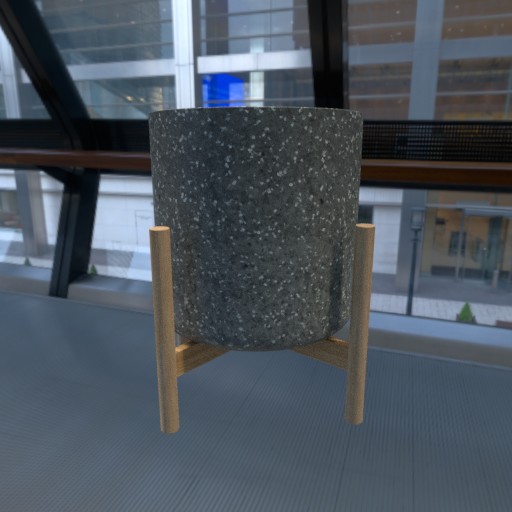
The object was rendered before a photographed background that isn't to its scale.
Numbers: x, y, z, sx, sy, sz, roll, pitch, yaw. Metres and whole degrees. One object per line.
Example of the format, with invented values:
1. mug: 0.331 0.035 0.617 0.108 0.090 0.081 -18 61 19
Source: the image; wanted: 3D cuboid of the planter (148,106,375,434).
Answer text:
1. planter: 0.000 0.000 0.691 0.360 0.419 0.360 -7 16 -26
